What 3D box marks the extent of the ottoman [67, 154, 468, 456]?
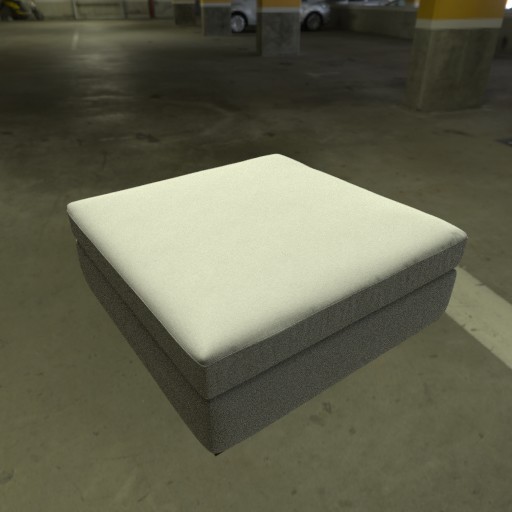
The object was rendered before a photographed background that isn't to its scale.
[{"bbox_3d":[0.000,0.000,1.816,1.163,0.482,1.167,-20,36,-30],"label":"ottoman"}]
